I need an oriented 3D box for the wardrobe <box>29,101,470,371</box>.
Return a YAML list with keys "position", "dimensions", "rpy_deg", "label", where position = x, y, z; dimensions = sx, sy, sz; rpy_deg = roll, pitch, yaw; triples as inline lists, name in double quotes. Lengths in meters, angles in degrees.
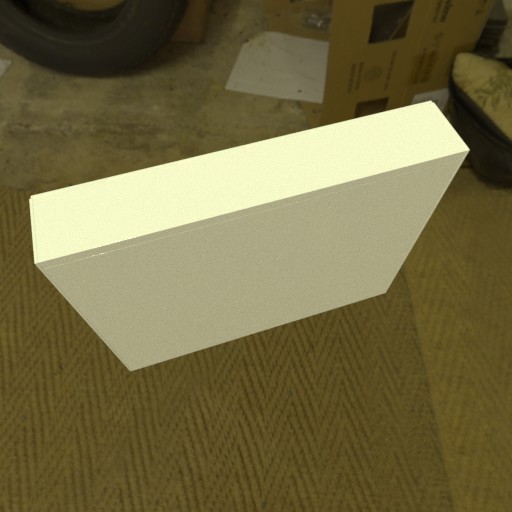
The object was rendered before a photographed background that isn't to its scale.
- position: [0.000, 0.000, 4.069]
  dimensions: [3.000, 2.360, 0.580]
  rpy_deg: [-16, 61, -9]
  label: "wardrobe"
